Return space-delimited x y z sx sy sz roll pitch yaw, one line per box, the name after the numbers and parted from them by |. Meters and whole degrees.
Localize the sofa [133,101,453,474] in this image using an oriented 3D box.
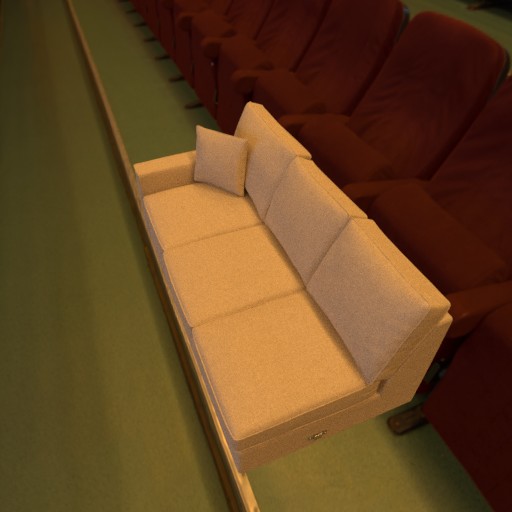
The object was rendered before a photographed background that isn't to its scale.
0.000 0.000 2.581 1.034 0.946 1.962 -16 46 -16 | sofa
